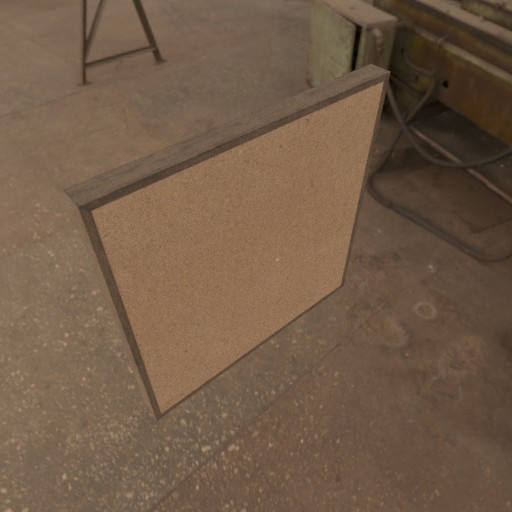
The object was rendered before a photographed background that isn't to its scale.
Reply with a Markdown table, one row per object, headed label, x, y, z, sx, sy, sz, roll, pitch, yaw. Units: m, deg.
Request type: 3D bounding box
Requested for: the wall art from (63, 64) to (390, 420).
| label | x | y | z | sx | sy | sz | roll | pitch | yaw |
| --- | --- | --- | --- | --- | --- | --- | --- | --- | --- |
| wall art | 0.000 | 0.000 | 0.760 | 0.508 | 0.508 | 0.038 | -31 | 53 | -27 |
